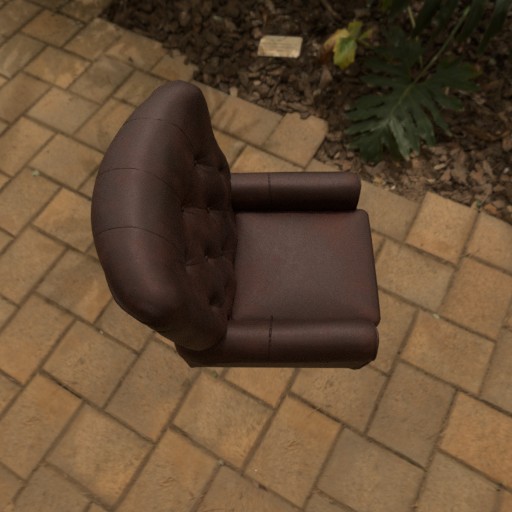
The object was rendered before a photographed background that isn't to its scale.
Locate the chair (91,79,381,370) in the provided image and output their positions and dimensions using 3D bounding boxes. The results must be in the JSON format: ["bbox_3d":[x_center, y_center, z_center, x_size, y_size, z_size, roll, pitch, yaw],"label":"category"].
[{"bbox_3d":[0.000,0.000,1.893,1.058,1.158,0.948,0,64,0],"label":"chair"}]
